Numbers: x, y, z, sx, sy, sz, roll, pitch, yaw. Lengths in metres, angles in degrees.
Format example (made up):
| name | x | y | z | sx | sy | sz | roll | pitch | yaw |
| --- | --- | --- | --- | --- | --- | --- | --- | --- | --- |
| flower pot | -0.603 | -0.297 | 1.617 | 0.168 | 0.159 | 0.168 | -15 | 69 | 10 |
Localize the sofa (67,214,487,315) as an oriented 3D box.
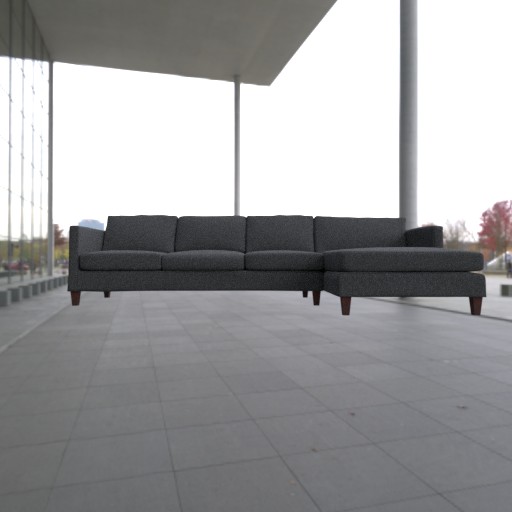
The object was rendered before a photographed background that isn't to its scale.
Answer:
| name | x | y | z | sx | sy | sz | roll | pitch | yaw |
| --- | --- | --- | --- | --- | --- | --- | --- | --- | --- |
| sofa | 0.000 | 0.000 | 3.853 | 3.186 | 0.846 | 1.625 | 0 | -1 | 0 |
